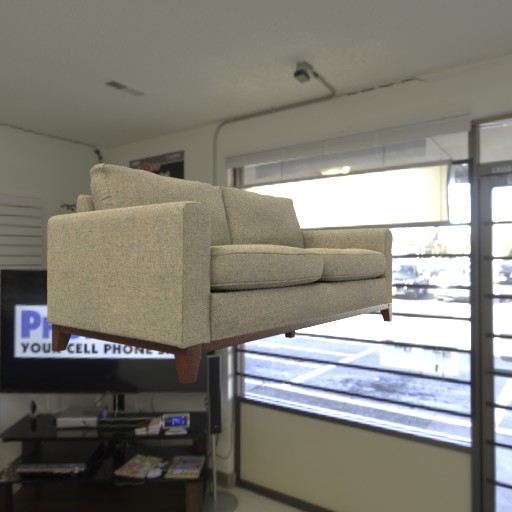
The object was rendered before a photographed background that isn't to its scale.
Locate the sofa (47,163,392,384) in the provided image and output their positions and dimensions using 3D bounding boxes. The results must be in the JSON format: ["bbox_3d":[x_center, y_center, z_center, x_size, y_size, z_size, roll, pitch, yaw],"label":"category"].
[{"bbox_3d":[0.000,0.000,2.556,0.969,0.892,1.978,0,0,38],"label":"sofa"}]
